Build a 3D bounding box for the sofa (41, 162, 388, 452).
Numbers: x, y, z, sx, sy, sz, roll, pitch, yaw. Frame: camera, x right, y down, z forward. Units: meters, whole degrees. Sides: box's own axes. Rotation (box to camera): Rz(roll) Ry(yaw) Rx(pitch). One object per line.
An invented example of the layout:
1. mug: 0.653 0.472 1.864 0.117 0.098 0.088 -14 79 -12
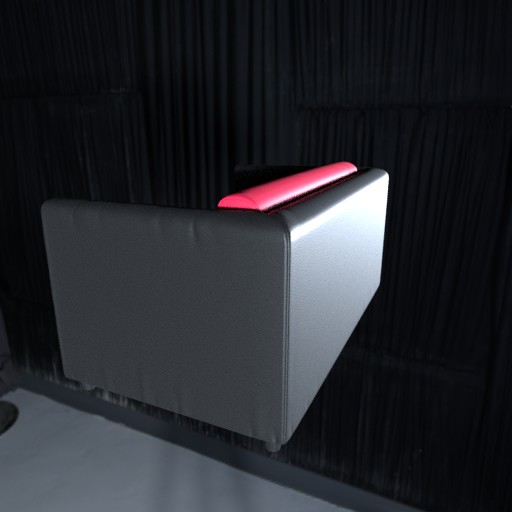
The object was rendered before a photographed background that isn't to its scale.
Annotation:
1. sofa: 0.000 0.000 1.901 0.845 0.735 1.410 8 19 24
